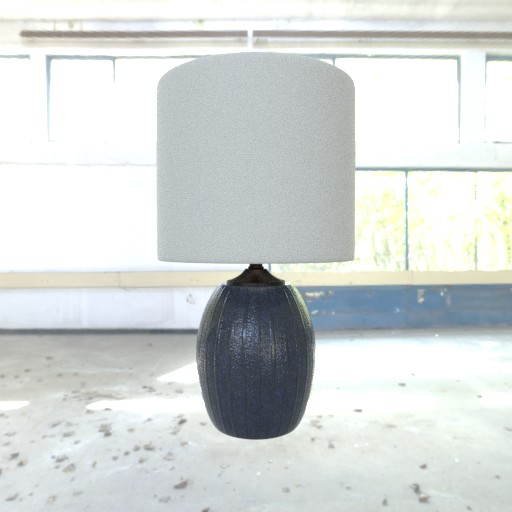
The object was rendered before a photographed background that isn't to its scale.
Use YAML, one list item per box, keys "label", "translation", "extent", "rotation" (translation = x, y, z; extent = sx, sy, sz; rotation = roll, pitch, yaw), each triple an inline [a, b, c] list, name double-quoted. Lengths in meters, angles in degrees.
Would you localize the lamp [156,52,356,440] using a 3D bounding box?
- label: "lamp"
  translation: [0.000, 0.000, 0.754]
  extent: [0.329, 0.570, 0.329]
  rotation: [0, 2, 0]
